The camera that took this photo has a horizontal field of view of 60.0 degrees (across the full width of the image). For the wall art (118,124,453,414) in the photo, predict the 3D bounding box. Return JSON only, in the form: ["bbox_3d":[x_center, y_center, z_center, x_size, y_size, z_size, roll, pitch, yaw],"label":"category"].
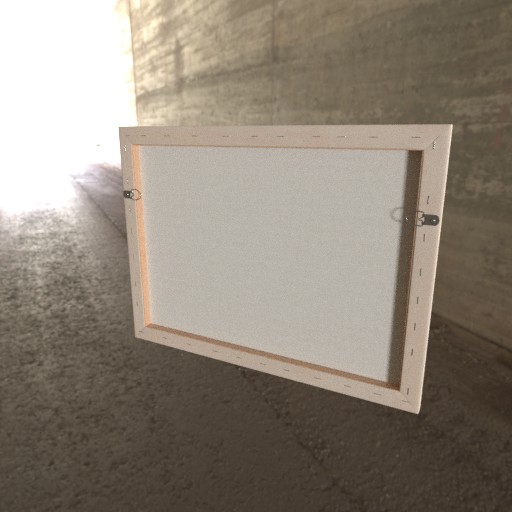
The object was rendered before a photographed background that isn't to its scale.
[{"bbox_3d":[0.000,0.000,1.616,1.219,0.912,0.042,8,18,27],"label":"wall art"}]
